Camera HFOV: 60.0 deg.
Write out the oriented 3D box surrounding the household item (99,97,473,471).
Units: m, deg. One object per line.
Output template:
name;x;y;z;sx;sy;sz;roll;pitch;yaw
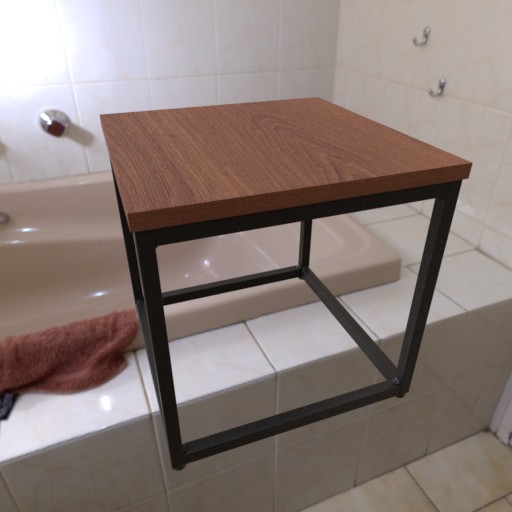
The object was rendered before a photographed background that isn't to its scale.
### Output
household item;0.000;0.000;0.730;0.400;0.400;0.400;-11;33;-17
